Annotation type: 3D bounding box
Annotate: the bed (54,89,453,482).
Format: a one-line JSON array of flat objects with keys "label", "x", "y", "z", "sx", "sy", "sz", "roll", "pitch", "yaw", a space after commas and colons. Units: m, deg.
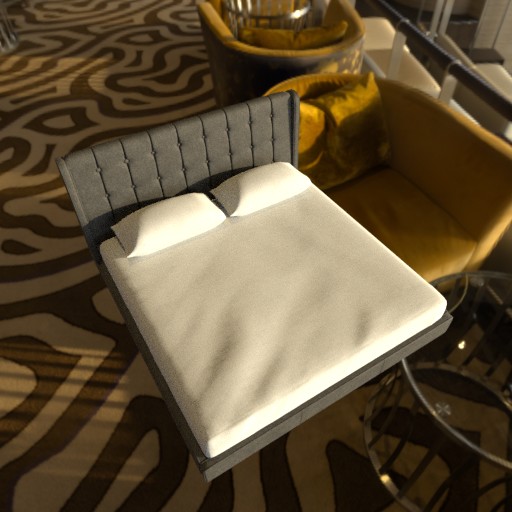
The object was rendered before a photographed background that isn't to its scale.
[{"label": "bed", "x": 0.000, "y": 0.000, "z": 2.487, "sx": 1.531, "sy": 0.933, "sz": 1.638, "roll": -24, "pitch": 51, "yaw": -21}]
